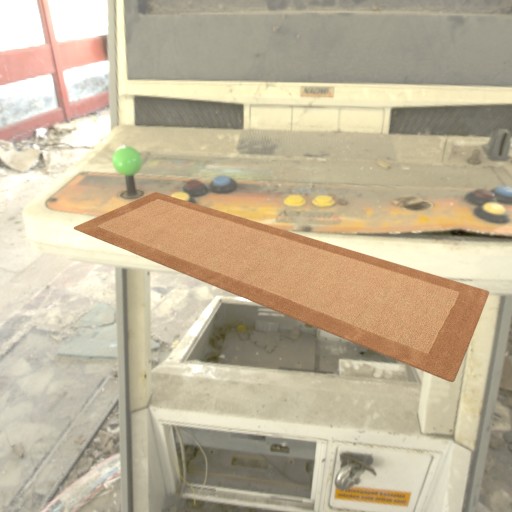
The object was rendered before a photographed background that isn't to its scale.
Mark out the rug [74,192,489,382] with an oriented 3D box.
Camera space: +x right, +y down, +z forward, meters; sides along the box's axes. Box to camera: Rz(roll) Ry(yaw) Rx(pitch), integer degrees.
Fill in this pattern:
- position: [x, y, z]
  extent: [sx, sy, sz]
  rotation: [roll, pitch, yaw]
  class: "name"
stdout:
- position: [0.000, 0.000, 2.638]
  extent: [2.439, 0.017, 0.764]
  rotation: [19, 35, 29]
  class: "rug"
